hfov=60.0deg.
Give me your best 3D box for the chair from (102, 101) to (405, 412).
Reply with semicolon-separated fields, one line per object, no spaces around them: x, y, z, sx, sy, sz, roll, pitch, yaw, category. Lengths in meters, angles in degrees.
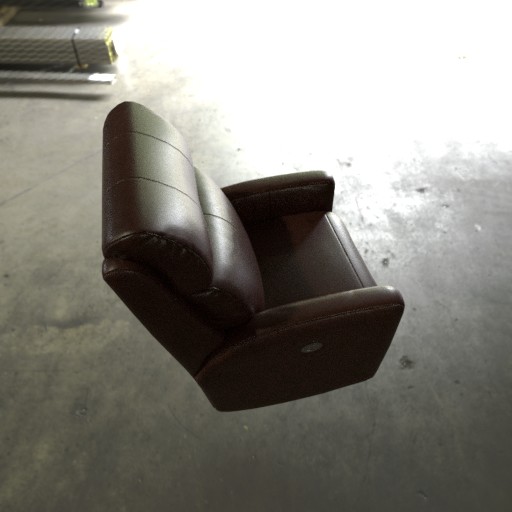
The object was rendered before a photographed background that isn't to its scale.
0.000;0.000;1.676;0.939;1.016;0.787;-10;47;-9;chair
